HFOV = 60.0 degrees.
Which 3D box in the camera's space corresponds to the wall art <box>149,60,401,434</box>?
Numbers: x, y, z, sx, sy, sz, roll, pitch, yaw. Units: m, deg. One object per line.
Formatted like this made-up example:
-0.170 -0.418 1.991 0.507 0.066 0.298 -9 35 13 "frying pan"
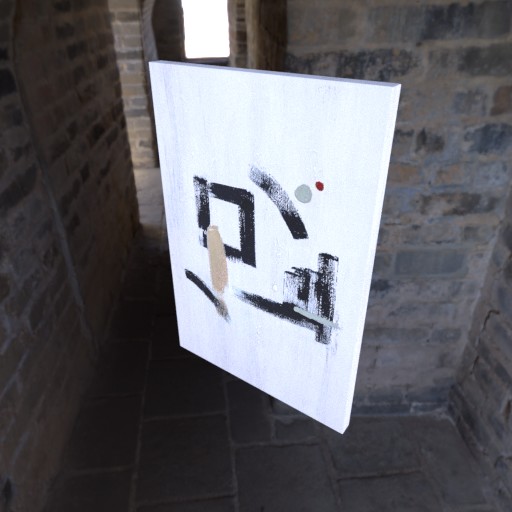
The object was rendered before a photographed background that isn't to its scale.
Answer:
0.000 0.000 1.178 0.624 0.914 0.043 20 35 31 "wall art"
